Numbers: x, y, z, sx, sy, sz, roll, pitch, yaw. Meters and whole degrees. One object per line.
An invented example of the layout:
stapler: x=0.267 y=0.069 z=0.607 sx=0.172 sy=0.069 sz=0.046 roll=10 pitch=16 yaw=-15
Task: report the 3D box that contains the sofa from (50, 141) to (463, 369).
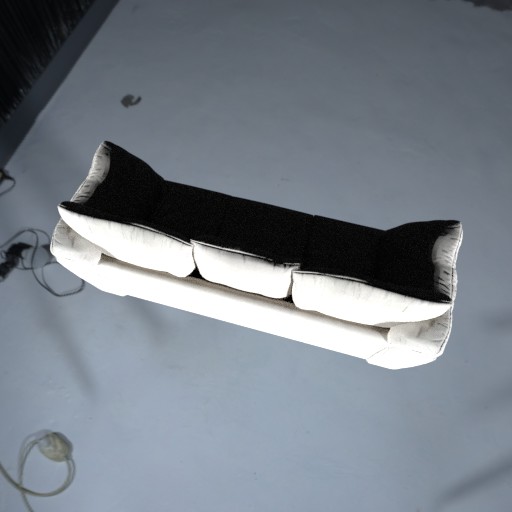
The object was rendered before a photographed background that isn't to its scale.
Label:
sofa: x=0.000 y=0.000 z=2.837 sx=2.334 sy=0.996 sz=0.878 roll=14 pitch=64 yaw=7
